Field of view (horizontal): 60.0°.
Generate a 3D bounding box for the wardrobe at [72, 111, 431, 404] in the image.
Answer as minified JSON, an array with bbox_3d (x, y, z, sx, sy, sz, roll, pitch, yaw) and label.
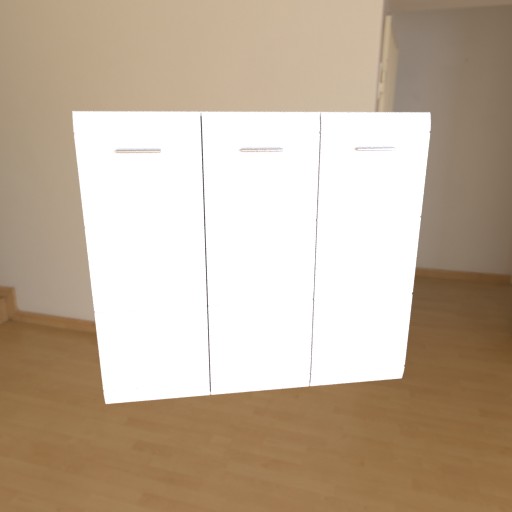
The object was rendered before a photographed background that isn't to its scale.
[{"bbox_3d":[0.000,0.000,1.948,1.340,1.200,0.360,-2,17,-8],"label":"wardrobe"}]
